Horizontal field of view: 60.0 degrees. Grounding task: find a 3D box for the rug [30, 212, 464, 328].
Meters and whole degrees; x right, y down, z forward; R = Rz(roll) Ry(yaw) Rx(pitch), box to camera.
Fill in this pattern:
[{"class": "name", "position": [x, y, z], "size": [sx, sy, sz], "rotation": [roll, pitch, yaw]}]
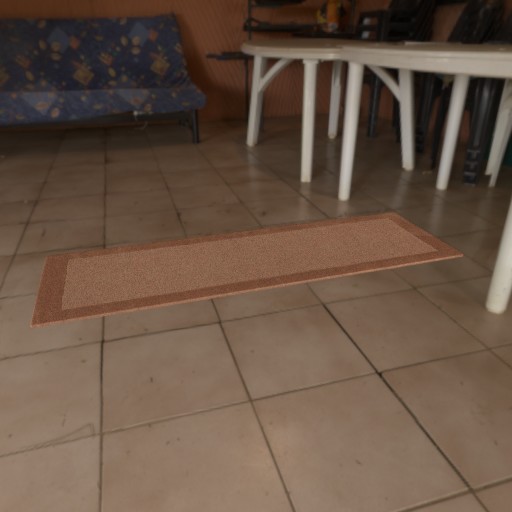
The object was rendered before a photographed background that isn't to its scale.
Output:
[{"class": "rug", "position": [0.000, 0.000, 2.706], "size": [2.439, 0.017, 0.764], "rotation": [-8, 28, -16]}]
